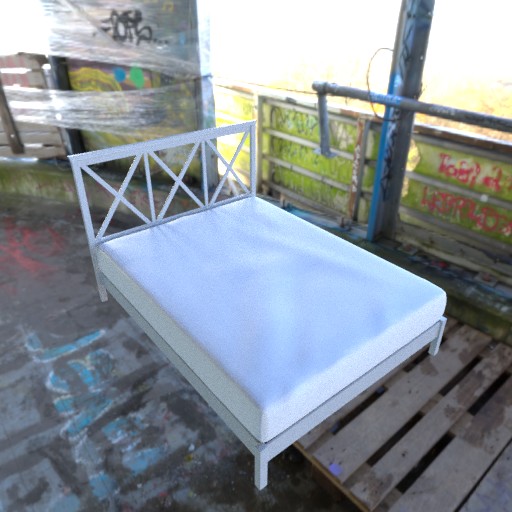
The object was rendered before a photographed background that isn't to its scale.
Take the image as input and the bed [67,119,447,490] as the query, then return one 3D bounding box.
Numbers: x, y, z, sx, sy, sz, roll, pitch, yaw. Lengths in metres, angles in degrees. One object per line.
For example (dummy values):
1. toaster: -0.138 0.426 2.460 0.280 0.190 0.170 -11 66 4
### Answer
1. bed: 0.000 0.000 3.148 1.673 1.253 2.135 -22 37 -32
